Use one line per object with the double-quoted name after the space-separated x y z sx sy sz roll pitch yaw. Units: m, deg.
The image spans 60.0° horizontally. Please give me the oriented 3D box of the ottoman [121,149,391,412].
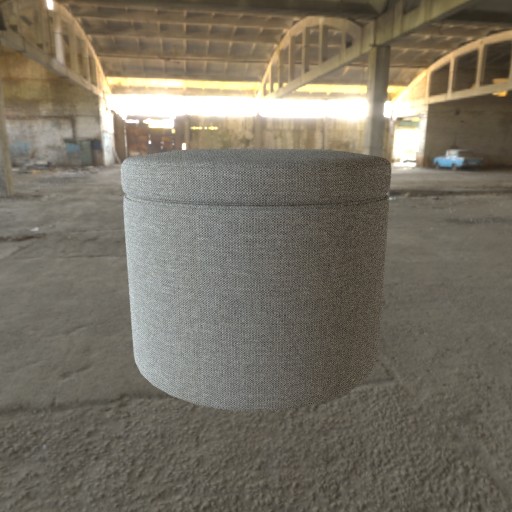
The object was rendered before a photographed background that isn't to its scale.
0.000 0.000 0.893 0.500 0.419 0.500 0 14 0 "ottoman"
